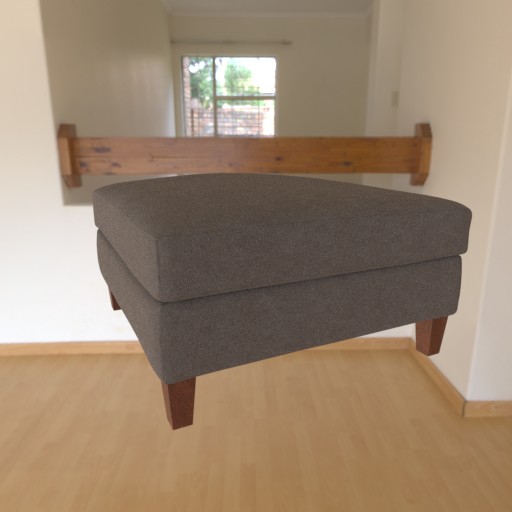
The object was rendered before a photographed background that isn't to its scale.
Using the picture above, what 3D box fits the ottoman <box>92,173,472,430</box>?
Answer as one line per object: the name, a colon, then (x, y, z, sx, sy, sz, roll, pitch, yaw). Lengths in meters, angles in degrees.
ottoman: (0.000, 0.000, 1.390, 0.861, 0.482, 0.881, -7, 17, -25)
